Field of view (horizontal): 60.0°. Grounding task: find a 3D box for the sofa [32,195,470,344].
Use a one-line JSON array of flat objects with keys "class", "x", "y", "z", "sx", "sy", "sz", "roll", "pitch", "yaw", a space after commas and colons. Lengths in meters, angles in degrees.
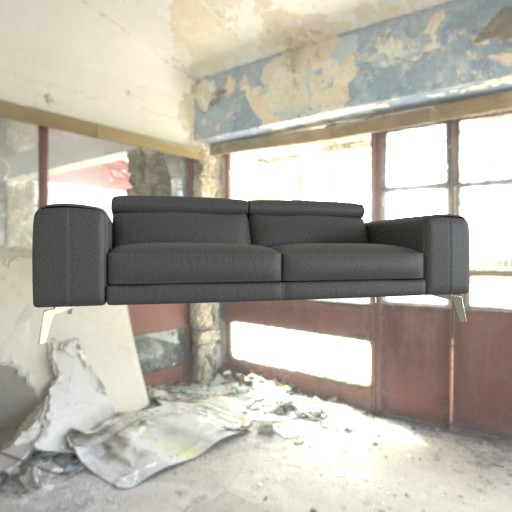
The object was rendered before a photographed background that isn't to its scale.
[{"class": "sofa", "x": 0.000, "y": 0.000, "z": 2.724, "sx": 2.321, "sy": 0.759, "sz": 1.023, "roll": 0, "pitch": 1, "yaw": -16}]
